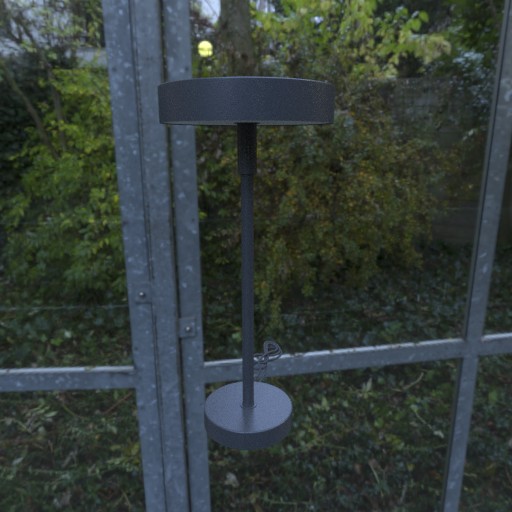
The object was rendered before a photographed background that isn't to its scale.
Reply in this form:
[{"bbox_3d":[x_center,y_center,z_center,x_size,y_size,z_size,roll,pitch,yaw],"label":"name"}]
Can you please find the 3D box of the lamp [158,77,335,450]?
[{"bbox_3d":[0.000,0.000,0.710,0.229,0.508,0.369,3,15,10],"label":"lamp"}]
